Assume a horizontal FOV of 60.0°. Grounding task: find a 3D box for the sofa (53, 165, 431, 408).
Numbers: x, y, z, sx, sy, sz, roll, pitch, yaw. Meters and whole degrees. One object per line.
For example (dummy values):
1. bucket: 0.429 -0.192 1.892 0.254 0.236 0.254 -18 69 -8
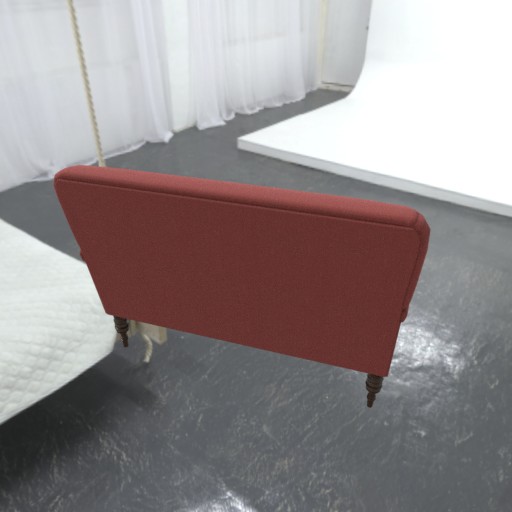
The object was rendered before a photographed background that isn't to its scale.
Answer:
1. sofa: 0.000 0.000 1.822 1.297 0.889 0.779 10 33 15
